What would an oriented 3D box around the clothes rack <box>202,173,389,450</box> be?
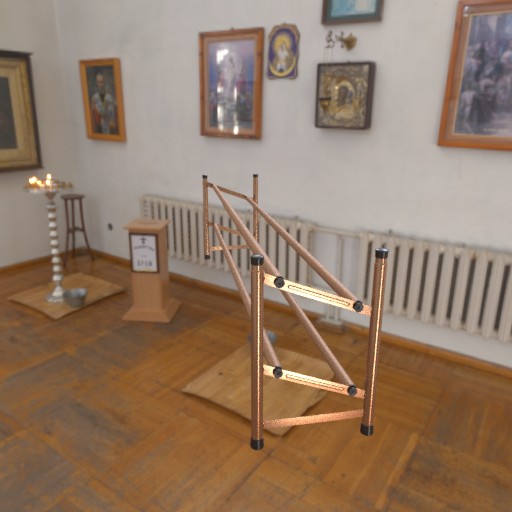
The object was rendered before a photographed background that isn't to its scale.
[{"bbox_3d":[0.000,0.000,1.286,0.229,0.349,1.168,-3,17,-10],"label":"clothes rack"}]
